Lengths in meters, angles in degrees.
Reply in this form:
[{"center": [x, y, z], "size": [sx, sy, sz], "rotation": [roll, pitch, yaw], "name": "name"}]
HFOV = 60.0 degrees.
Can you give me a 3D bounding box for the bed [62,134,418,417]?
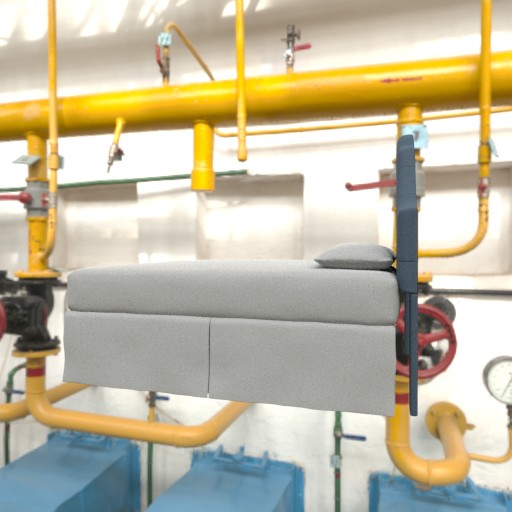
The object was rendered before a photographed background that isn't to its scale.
[{"center": [0.000, 0.000, 3.233], "size": [2.155, 1.575, 1.636], "rotation": [0, 0, 18], "name": "bed"}]
